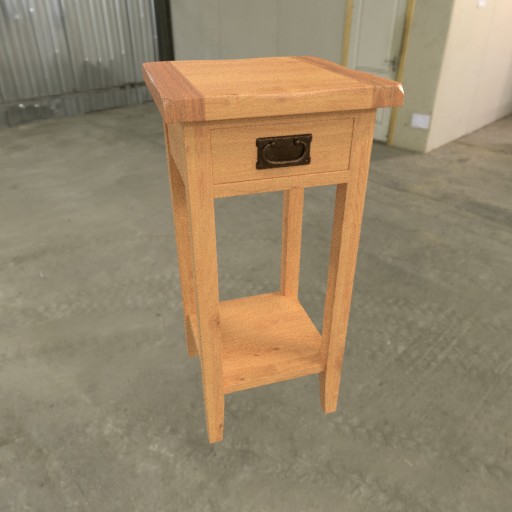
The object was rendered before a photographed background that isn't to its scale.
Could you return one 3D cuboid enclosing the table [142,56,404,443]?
[{"bbox_3d":[0.000,0.000,0.954,0.360,0.740,0.360,-9,32,-14],"label":"table"}]
